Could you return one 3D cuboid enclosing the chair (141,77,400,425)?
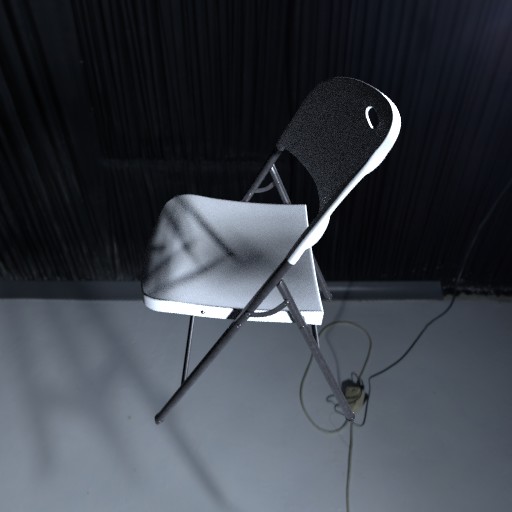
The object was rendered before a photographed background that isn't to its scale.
[{"bbox_3d":[0.000,0.000,1.153,0.566,0.810,0.494,0,41,0],"label":"chair"}]
